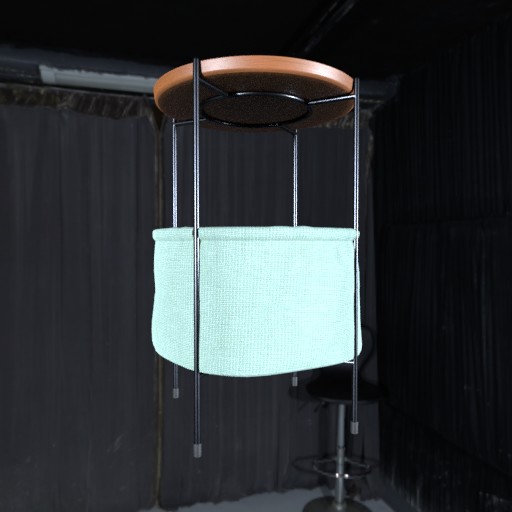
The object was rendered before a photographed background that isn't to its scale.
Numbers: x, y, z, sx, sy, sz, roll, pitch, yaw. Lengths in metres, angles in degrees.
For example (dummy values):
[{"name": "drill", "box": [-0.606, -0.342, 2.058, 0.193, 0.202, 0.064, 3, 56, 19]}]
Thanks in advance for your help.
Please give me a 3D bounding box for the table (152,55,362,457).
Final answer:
[{"name": "table", "box": [0.000, 0.000, 0.868, 0.400, 0.623, 0.400, -1, 2, -17]}]
